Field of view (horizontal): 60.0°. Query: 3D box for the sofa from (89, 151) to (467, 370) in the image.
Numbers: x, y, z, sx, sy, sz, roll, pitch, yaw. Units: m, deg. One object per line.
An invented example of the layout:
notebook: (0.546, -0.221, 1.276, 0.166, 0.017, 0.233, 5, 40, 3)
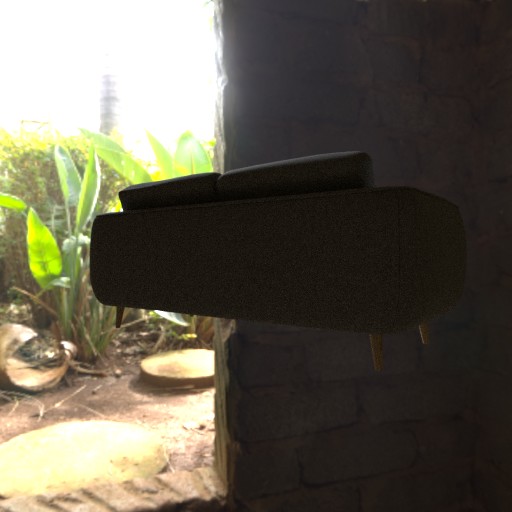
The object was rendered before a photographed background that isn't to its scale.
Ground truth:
sofa: (0.000, 0.000, 2.439, 2.000, 0.870, 0.920, 0, 0, 37)
